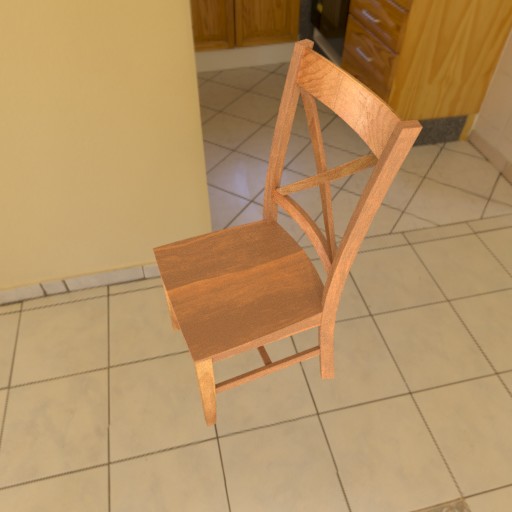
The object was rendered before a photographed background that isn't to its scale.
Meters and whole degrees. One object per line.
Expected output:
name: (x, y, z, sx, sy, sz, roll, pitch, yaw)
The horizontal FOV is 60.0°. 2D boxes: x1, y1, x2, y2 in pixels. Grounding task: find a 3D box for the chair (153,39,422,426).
chair: (0.000, 0.000, 1.297, 0.542, 0.983, 0.485, -17, 48, -16)
